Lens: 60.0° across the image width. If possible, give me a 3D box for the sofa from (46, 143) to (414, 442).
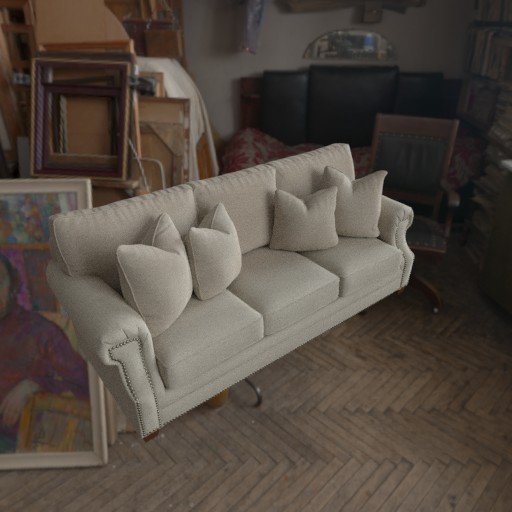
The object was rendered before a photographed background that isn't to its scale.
[{"bbox_3d":[0.000,0.000,2.808,2.312,0.975,0.965,-22,36,-33],"label":"sofa"}]
